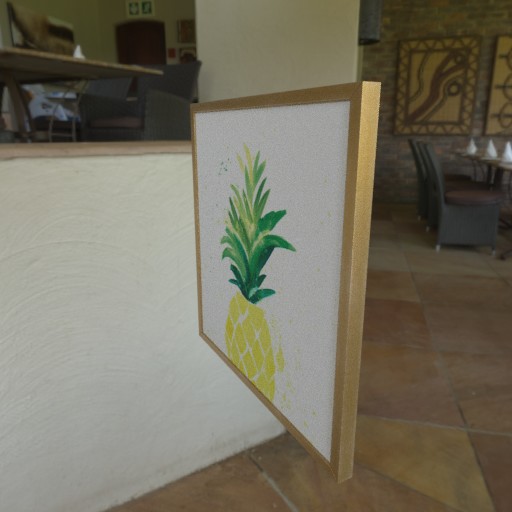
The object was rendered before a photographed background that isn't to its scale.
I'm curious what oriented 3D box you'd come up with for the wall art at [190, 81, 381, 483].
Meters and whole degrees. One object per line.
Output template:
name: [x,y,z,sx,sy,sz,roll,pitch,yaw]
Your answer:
wall art: [0.000,0.000,1.120,0.037,0.760,0.762,-9,18,-27]
